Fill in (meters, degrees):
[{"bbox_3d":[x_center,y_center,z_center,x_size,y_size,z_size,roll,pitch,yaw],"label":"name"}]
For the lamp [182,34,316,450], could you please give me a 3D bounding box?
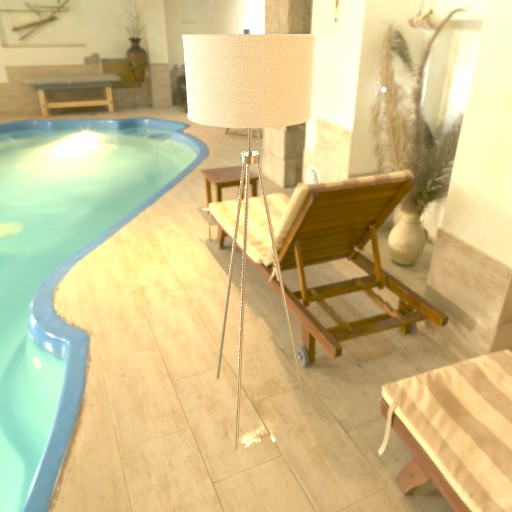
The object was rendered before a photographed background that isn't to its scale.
[{"bbox_3d":[0.000,0.000,1.727,0.458,1.545,0.448,-9,28,-16],"label":"lamp"}]
